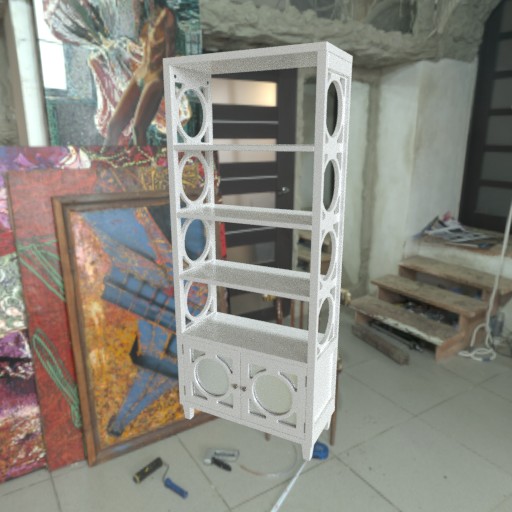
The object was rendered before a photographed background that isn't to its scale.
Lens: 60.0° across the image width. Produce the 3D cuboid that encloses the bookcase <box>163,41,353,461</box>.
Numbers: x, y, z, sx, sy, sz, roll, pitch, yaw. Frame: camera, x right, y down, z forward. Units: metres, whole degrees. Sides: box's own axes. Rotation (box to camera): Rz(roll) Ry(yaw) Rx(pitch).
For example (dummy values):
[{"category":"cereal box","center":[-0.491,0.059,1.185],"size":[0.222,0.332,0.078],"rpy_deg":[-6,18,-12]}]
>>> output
[{"category":"bookcase","center":[0.000,0.000,2.154],"size":[0.761,1.869,0.361],"rpy_deg":[8,17,27]}]
